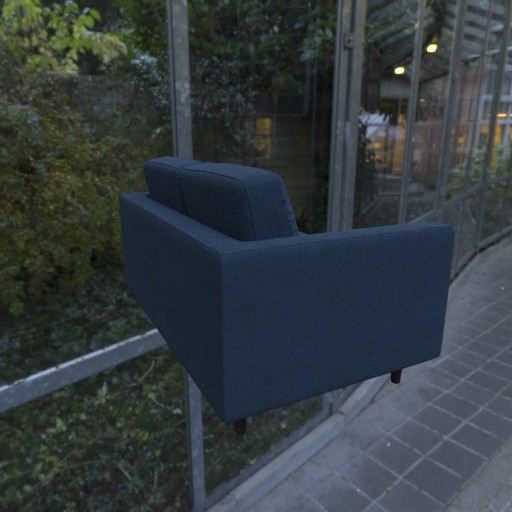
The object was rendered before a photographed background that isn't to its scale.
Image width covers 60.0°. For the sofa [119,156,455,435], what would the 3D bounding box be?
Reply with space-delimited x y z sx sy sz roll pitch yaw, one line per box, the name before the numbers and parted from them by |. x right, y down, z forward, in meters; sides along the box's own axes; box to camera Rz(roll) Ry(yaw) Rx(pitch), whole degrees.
sofa | 0.000 0.000 2.168 0.999 0.930 1.518 -8 17 -26
